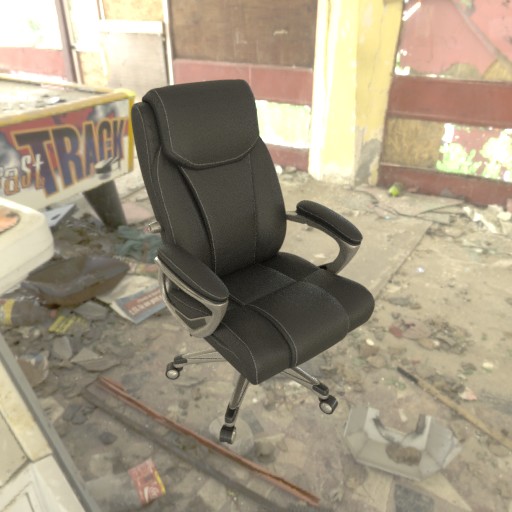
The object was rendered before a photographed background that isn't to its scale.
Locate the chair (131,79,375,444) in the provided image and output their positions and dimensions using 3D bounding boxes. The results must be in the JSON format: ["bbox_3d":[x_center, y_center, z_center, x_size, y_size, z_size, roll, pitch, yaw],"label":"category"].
[{"bbox_3d":[0.000,0.000,1.663,0.741,1.167,0.784,-21,35,-32],"label":"chair"}]
